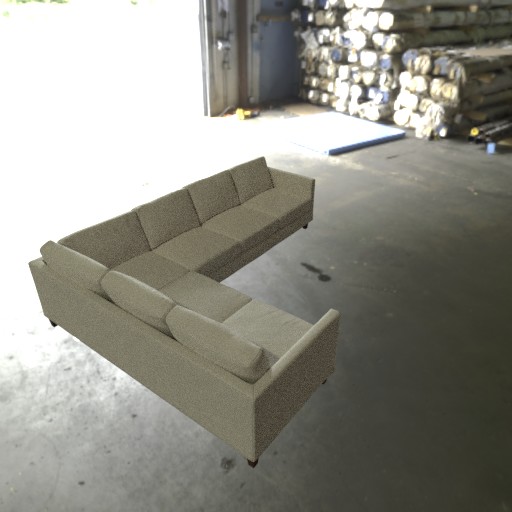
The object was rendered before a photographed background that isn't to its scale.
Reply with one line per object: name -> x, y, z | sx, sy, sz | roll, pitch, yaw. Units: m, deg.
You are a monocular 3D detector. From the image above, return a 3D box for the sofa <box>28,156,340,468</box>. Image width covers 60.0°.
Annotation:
sofa -> 0.000, 0.000, 4.284 | 2.432, 0.863, 3.182 | 21, 37, 32
